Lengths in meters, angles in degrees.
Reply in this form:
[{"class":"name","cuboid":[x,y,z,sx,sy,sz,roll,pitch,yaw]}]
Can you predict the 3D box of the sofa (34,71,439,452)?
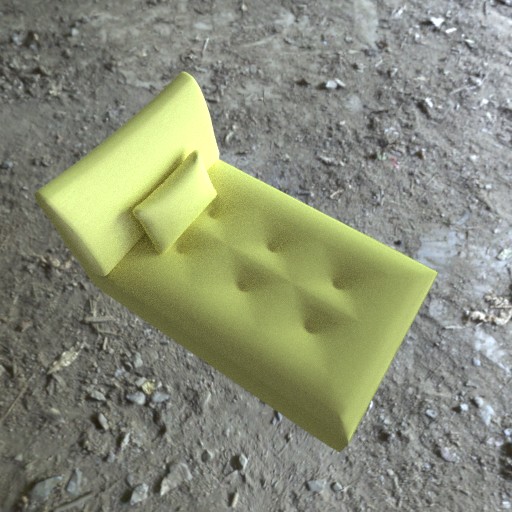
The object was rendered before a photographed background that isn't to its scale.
[{"class":"sofa","cuboid":[0.000,0.000,1.984,1.450,0.820,0.930,30,63,17]}]
